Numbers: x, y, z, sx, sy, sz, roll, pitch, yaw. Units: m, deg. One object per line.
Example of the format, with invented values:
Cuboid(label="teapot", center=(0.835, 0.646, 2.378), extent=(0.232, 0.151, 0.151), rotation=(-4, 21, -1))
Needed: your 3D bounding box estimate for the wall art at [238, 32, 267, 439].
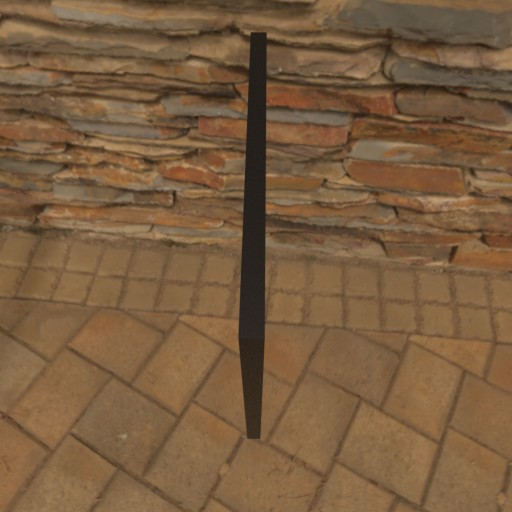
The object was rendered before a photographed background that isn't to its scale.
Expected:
Cuboid(label="wall art", center=(0.000, 0.000, 1.158), extent=(0.038, 0.762, 0.762), rotation=(1, 57, 1))
